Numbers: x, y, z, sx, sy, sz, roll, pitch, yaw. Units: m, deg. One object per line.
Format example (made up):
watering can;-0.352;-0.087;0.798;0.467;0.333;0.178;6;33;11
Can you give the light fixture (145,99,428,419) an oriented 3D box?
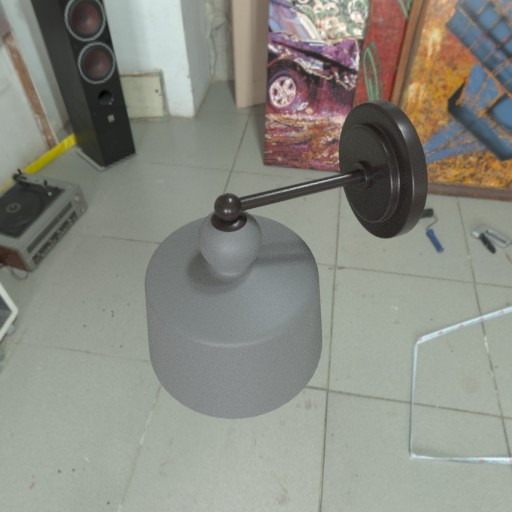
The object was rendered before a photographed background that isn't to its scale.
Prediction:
light fixture;0.000;0.000;0.436;0.254;0.268;0.204;-15;50;-13
